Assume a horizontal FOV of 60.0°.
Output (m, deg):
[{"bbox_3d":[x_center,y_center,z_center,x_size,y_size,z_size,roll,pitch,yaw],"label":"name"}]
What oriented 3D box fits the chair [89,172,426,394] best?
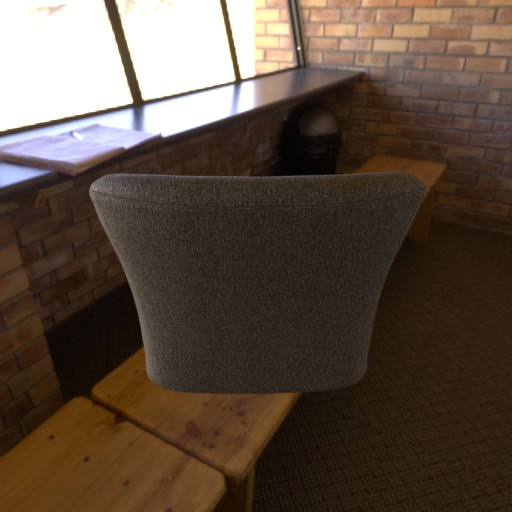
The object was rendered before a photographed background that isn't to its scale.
[{"bbox_3d":[0.000,0.000,1.576,0.864,0.856,0.923,-1,29,-1],"label":"chair"}]
